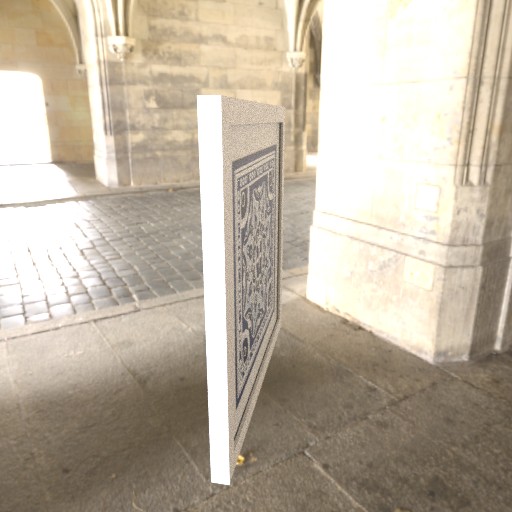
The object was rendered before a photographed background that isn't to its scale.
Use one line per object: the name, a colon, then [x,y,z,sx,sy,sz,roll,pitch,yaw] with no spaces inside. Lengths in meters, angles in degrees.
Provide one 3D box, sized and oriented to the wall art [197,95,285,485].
wall art: [0.000,0.000,0.857,0.028,0.559,0.559,3,18,11]
